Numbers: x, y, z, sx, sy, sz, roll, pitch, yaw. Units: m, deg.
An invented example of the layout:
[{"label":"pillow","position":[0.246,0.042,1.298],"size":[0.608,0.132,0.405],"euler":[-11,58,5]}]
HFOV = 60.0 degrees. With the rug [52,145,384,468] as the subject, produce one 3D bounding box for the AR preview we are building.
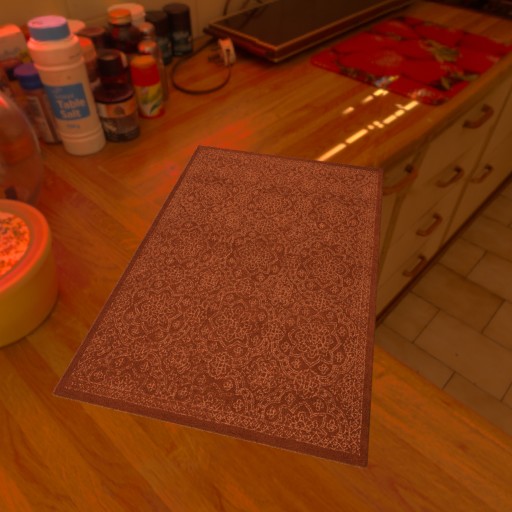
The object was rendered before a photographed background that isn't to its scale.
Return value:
[{"label":"rug","position":[0.000,0.000,2.255],"size":[1.219,0.010,1.829],"euler":[9,47,9]}]
